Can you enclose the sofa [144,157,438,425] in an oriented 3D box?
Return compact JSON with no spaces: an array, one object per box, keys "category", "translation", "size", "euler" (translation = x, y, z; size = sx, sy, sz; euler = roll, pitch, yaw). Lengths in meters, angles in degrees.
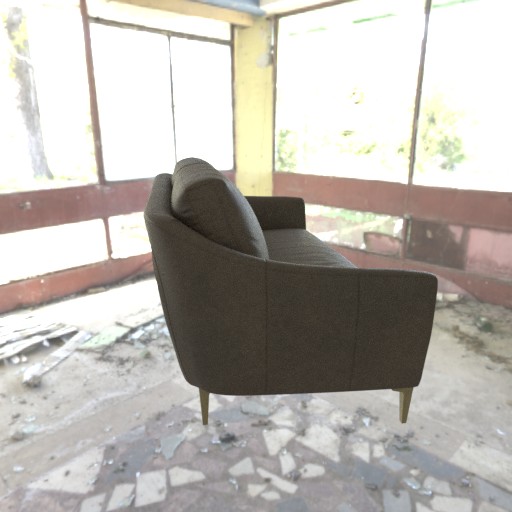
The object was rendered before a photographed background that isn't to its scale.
[{"category":"sofa","translation":[0.000,0.000,2.159],"size":[0.960,0.902,1.619],"euler":[-3,16,-10]}]
